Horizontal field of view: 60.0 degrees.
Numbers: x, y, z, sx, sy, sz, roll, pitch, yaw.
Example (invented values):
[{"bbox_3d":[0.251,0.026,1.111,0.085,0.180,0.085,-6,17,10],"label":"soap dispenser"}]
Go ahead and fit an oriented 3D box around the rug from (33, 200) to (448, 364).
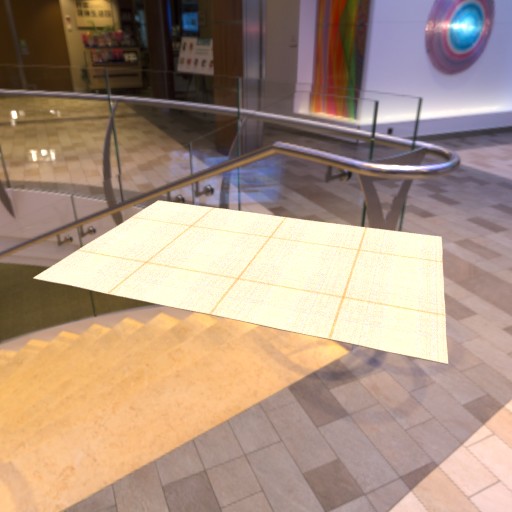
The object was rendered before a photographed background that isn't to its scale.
[{"bbox_3d":[0.000,0.000,3.073,2.442,0.016,1.527,9,28,17],"label":"rug"}]
